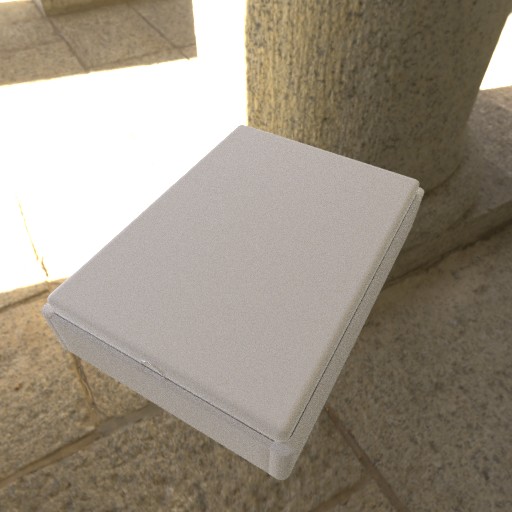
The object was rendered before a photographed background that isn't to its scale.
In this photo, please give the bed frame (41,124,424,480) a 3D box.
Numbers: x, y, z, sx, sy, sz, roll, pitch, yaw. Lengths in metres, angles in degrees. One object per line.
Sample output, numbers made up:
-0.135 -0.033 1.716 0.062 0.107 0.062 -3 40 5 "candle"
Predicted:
0.000 0.000 2.590 1.400 0.406 1.900 23 52 20 "bed frame"
